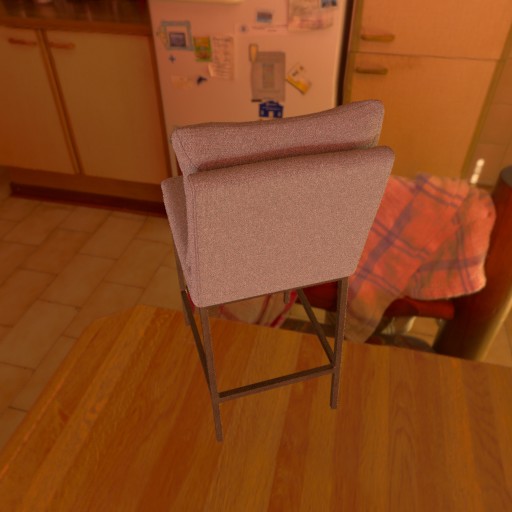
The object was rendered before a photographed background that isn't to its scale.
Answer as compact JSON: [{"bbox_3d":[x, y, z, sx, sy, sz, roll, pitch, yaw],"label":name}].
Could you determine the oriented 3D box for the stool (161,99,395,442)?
[{"bbox_3d":[0.000,0.000,1.334,0.463,1.031,0.569,-11,41,-13],"label":"stool"}]
